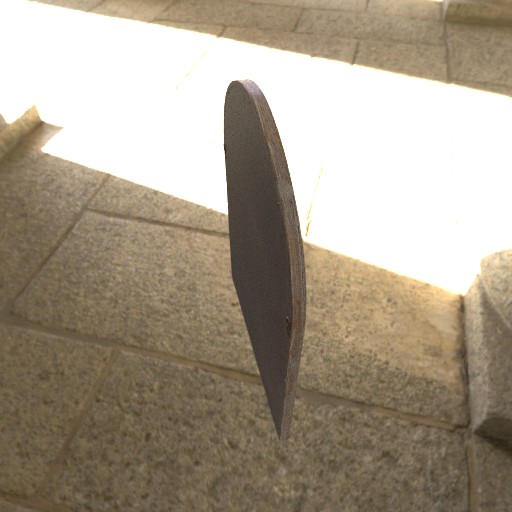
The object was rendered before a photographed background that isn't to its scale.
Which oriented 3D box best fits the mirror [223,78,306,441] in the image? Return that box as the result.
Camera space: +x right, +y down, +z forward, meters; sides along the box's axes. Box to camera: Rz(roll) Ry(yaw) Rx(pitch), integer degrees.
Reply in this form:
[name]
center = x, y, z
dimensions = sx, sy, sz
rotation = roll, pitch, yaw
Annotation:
[mirror]
center = 0.000, 0.000, 1.193
dimensions = 0.032, 0.920, 0.660
rotation = -11, 48, -10
